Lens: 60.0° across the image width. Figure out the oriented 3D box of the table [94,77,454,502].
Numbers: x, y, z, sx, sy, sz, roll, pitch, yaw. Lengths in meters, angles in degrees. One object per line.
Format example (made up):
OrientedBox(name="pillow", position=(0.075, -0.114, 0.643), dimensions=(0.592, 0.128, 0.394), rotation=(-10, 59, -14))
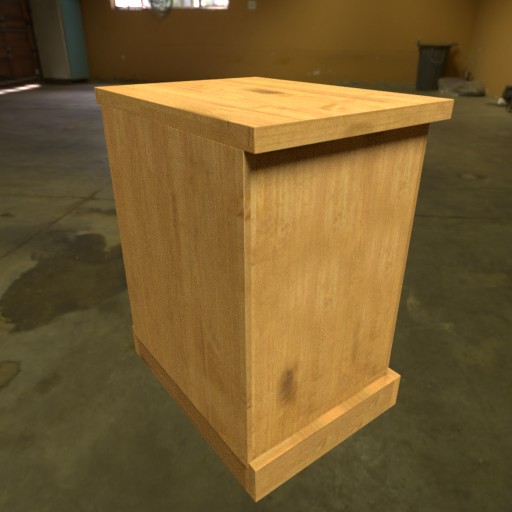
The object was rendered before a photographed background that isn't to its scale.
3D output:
OrientedBox(name="table", position=(0.000, 0.000, 1.168), dimensions=(0.500, 0.813, 0.660), rotation=(-18, 32, -32))
